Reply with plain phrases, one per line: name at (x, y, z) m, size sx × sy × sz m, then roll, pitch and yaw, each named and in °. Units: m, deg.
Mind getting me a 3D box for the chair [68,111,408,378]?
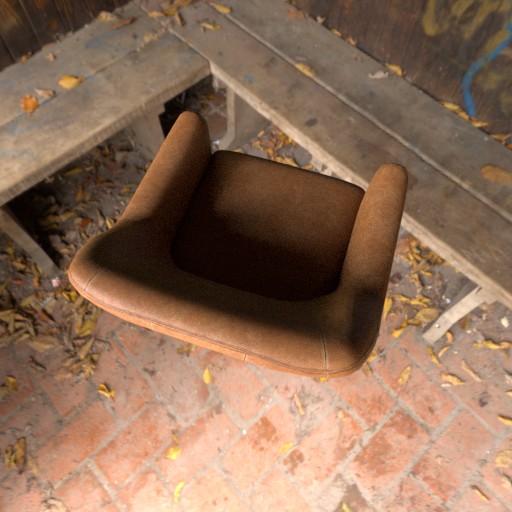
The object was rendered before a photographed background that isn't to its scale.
chair at (0.000, 0.000, 1.840) m, size 1.037 × 0.980 × 1.034 m, roll 17°, pitch 64°, yaw 8°
